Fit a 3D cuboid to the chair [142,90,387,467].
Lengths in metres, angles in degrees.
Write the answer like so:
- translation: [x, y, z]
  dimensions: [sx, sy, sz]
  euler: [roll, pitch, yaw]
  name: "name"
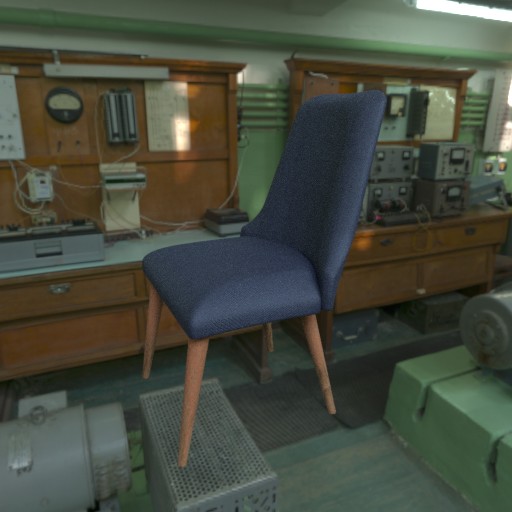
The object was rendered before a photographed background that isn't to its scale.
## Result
- translation: [0.000, 0.000, 1.164]
  dimensions: [0.567, 0.820, 0.504]
  euler: [-8, 19, -24]
  name: "chair"
